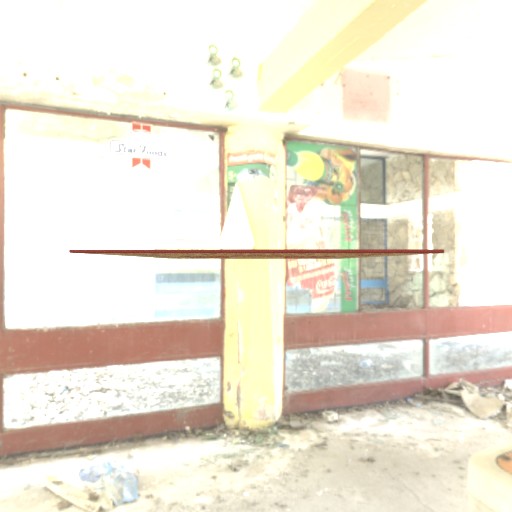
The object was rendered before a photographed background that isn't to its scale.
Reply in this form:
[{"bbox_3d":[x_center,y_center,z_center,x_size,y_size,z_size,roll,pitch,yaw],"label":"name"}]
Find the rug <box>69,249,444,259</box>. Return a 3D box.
[{"bbox_3d":[0.000,0.000,2.307,1.194,0.013,1.802,0,-1,0],"label":"rug"}]
